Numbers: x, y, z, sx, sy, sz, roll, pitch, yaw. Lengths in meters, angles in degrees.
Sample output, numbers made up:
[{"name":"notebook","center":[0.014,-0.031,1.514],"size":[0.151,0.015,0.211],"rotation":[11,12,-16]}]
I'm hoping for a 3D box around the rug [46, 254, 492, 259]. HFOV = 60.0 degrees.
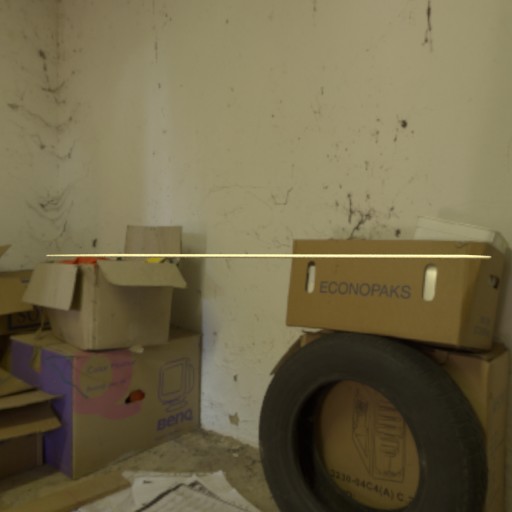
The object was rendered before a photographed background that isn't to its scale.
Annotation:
[{"name":"rug","center":[0.000,0.000,2.702],"size":[2.450,0.014,0.793],"rotation":[0,1,17]}]
